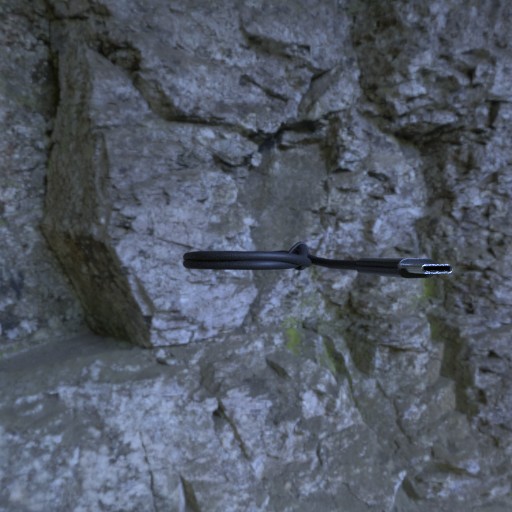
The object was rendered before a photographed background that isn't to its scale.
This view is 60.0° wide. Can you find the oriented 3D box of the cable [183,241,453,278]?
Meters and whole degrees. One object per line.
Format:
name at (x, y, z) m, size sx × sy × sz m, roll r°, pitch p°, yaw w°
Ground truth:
cable at (0.000, 0.000, 0.211) m, size 0.070 × 0.014 × 0.186 m, roll 0°, pitch 0°, yaw -17°
